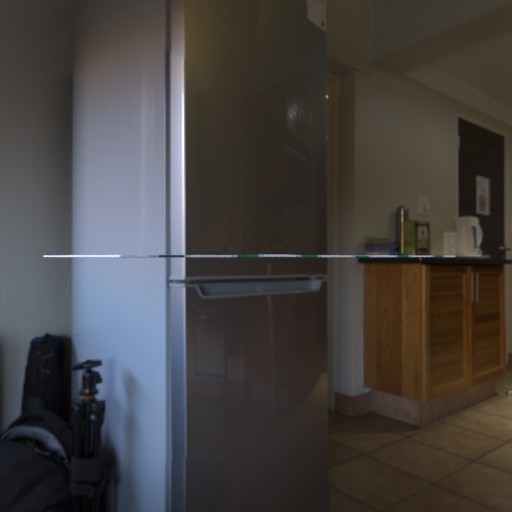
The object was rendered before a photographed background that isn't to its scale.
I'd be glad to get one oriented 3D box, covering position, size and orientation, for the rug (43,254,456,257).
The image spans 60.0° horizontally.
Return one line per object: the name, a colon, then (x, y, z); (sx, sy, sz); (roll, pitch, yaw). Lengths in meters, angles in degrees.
rug: (0.000, 0.000, 3.076); (2.436, 0.015, 1.521); (0, 0, -36)
